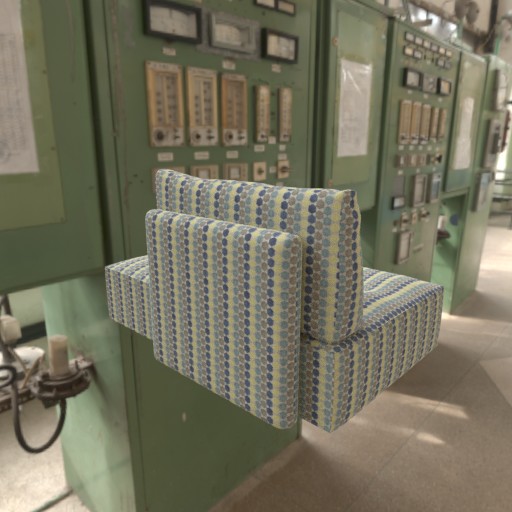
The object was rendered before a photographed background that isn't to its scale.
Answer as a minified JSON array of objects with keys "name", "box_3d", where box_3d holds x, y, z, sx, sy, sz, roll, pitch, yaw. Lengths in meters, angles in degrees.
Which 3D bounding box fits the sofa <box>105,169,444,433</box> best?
[{"name":"sofa","box_3d":[0.000,0.000,2.094,1.450,0.820,1.000,14,20,41]}]
